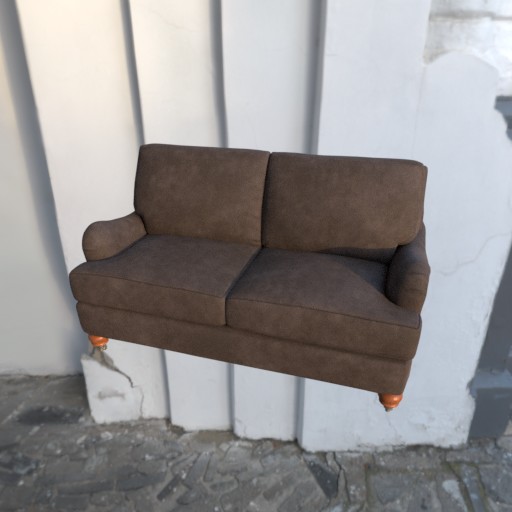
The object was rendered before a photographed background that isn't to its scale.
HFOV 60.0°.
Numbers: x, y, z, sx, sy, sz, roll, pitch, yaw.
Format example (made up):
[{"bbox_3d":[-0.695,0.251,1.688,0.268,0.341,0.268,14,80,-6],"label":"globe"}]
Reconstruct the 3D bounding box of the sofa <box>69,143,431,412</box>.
[{"bbox_3d":[0.000,0.000,2.568,1.853,1.101,1.084,7,26,16],"label":"sofa"}]
